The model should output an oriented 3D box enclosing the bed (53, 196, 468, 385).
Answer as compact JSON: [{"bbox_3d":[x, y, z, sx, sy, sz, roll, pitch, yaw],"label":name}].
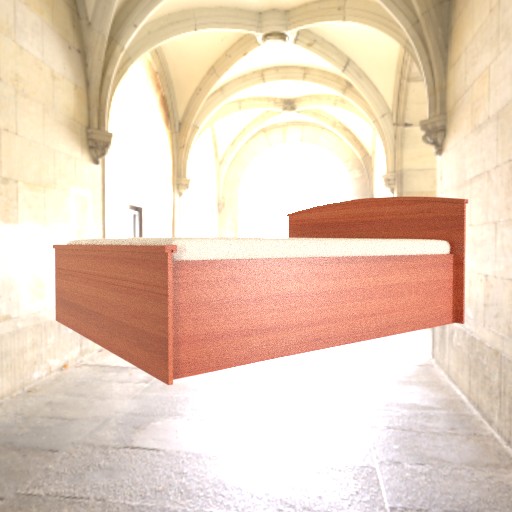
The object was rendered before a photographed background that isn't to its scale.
[{"bbox_3d":[0.000,0.000,2.835,2.053,0.848,1.683,-1,2,-37],"label":"bed"}]
